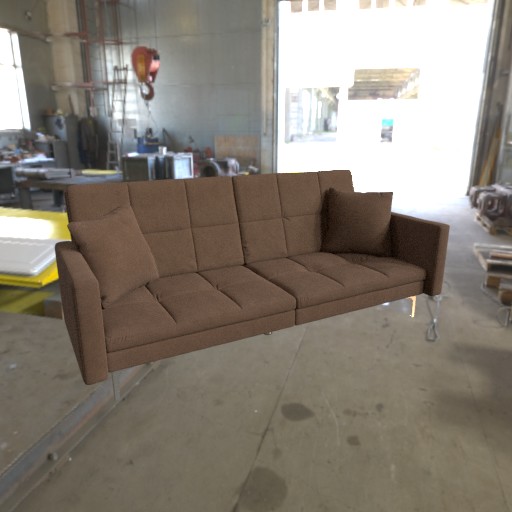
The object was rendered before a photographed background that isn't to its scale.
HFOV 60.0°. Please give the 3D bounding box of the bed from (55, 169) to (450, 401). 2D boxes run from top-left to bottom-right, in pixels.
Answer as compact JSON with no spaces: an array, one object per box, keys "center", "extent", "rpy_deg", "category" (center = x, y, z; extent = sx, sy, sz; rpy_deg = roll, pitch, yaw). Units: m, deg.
[{"center":[0.000,0.000,2.349],"extent":[1.905,0.787,0.889],"rpy_deg":[-9,19,-27],"category":"bed"}]
